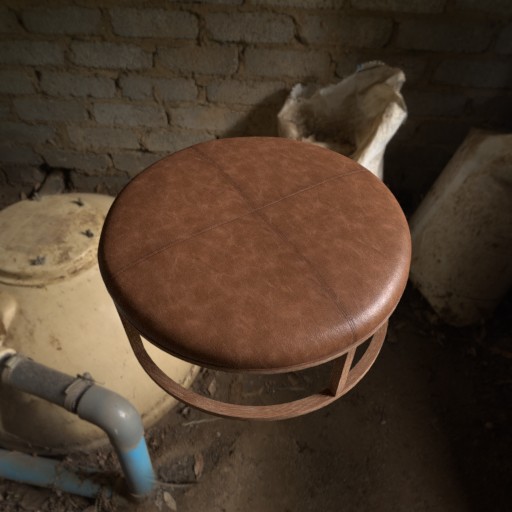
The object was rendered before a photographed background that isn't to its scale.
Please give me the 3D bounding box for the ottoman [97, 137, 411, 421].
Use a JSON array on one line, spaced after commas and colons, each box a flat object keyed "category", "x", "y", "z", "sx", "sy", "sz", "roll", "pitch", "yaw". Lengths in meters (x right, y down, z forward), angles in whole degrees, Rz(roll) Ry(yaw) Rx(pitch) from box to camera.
[{"category": "ottoman", "x": 0.000, "y": 0.000, "z": 1.557, "sx": 1.006, "sy": 0.445, "sz": 1.006, "roll": 0, "pitch": 47, "yaw": 0}]
